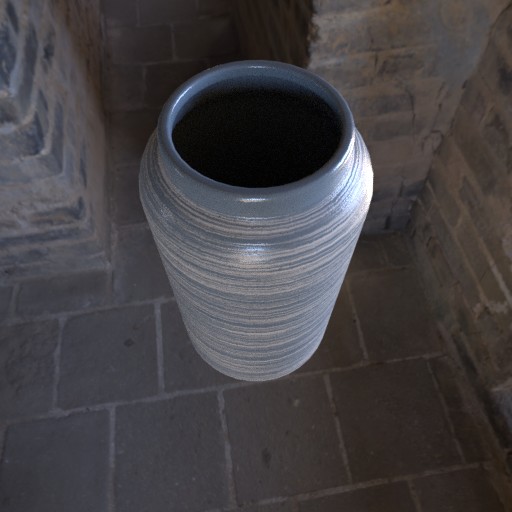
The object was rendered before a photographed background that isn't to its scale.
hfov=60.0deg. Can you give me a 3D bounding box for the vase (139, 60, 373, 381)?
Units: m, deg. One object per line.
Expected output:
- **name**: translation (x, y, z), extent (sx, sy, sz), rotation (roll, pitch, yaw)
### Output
- **vase**: translation (0.000, 0.000, 0.291), extent (0.116, 0.230, 0.116), rotation (0, 59, 0)
